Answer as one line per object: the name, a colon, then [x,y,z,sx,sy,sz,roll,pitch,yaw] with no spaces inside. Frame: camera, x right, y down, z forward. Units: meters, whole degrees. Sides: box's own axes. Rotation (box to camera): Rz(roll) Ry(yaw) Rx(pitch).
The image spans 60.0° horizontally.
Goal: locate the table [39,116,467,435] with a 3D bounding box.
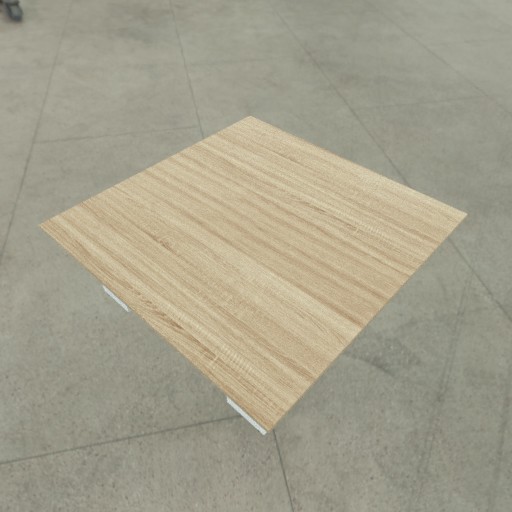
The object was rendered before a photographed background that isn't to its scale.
table: [0.000,0.000,1.406,0.890,0.305,0.890,33,54,29]
